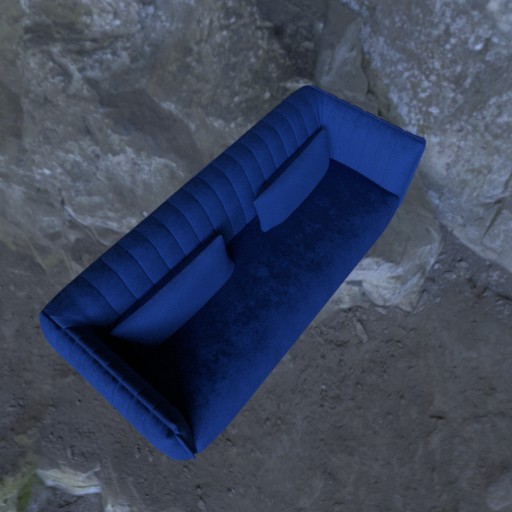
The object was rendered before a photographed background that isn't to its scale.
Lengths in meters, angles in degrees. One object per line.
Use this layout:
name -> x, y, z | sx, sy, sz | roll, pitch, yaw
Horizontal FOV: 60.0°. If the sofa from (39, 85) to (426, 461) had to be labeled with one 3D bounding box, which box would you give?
sofa -> 0.000, 0.000, 2.524 | 0.896, 0.793, 2.136 | 34, 64, 19
